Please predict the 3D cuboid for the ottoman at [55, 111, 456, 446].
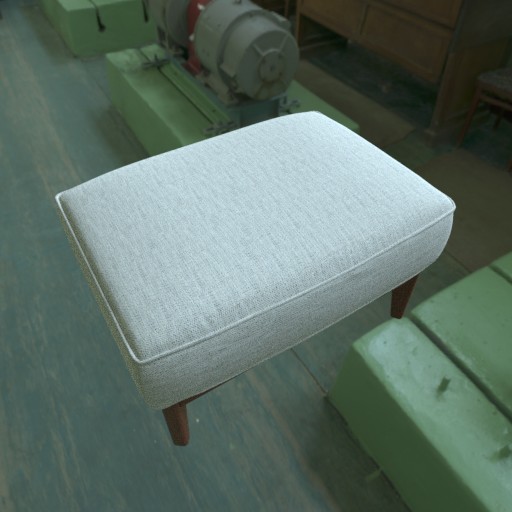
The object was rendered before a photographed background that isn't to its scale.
[{"bbox_3d":[0.000,0.000,1.140,0.794,0.465,0.594,-24,51,-21],"label":"ottoman"}]
